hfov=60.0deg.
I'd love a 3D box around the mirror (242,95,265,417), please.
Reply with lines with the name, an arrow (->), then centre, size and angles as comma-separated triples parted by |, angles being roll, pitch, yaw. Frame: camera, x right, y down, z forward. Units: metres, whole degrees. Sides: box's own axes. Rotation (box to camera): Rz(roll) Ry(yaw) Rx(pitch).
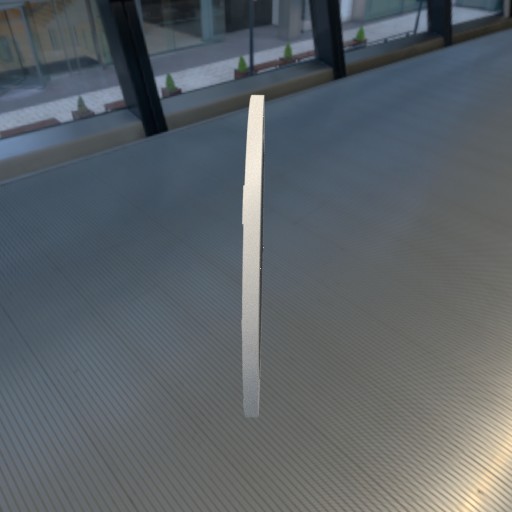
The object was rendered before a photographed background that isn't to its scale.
mirror -> 0.000, 0.000, 1.338 | 0.038, 0.914, 0.914 | 1, 38, 1
